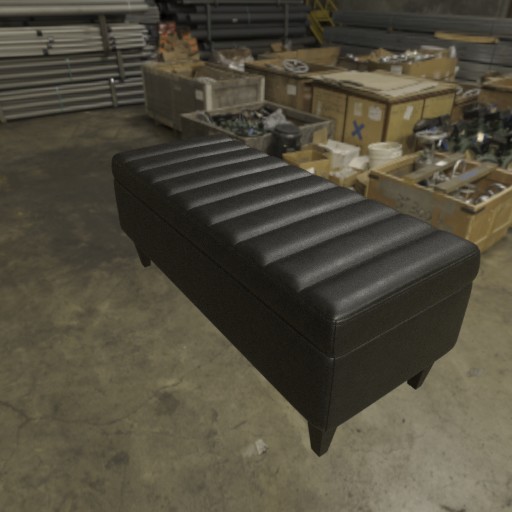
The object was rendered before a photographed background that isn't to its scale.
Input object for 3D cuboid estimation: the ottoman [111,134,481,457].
[{"bbox_3d":[0.000,0.000,1.392,0.482,0.469,1.151,-20,36,-30],"label":"ottoman"}]
